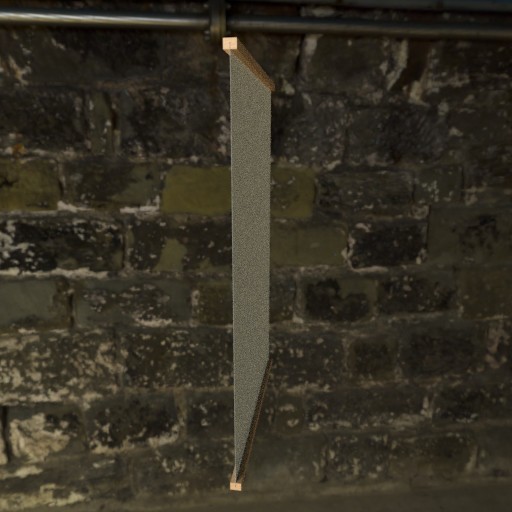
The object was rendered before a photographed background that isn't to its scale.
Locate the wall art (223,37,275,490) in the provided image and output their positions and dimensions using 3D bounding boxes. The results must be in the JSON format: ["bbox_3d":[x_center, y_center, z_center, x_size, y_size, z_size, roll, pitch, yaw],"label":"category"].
[{"bbox_3d":[0.000,0.000,1.287,0.027,1.020,0.669,2,14,8],"label":"wall art"}]
